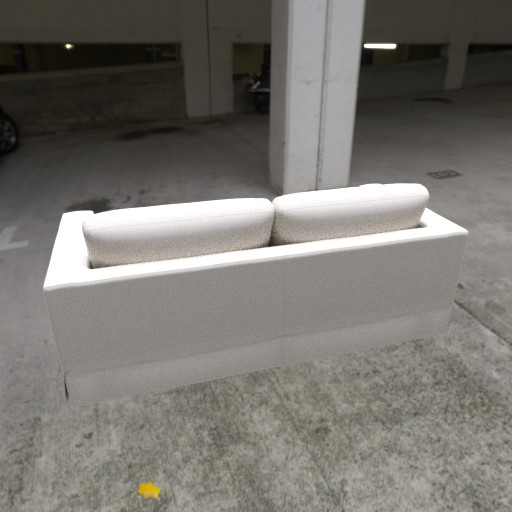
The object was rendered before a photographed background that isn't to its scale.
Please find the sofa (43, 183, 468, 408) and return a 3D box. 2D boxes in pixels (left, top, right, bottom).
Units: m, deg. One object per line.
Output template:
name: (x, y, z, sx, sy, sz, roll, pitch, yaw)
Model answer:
sofa: (0.000, 0.000, 2.605, 2.163, 0.881, 0.954, -7, 27, -15)
